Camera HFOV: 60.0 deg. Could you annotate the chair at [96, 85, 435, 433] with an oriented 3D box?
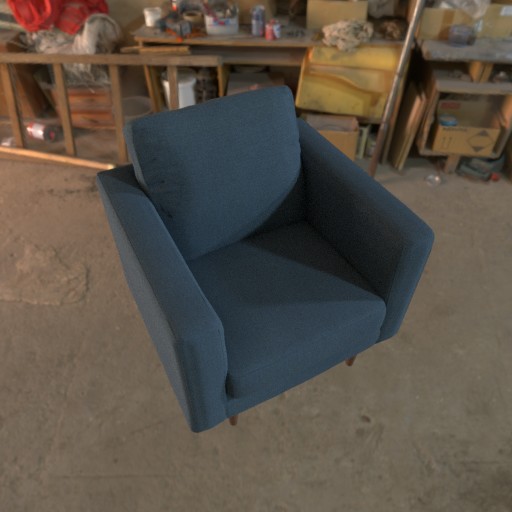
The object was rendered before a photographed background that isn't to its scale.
[{"bbox_3d":[0.000,0.000,1.588,0.855,0.922,0.820,-21,49,-19],"label":"chair"}]
